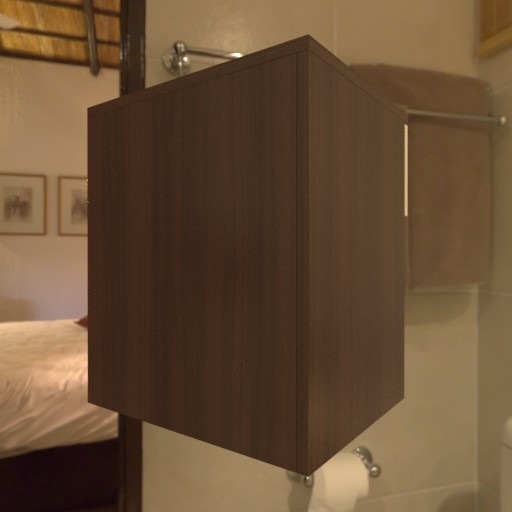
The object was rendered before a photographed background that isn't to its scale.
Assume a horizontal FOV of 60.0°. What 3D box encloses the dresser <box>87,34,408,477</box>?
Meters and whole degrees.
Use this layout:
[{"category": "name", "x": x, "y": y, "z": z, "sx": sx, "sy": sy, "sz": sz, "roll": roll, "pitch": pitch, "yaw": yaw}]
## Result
[{"category": "dresser", "x": 0.000, "y": 0.000, "z": 0.731, "sx": 0.400, "sy": 0.470, "sz": 0.360, "roll": 0, "pitch": 0, "yaw": 36}]
